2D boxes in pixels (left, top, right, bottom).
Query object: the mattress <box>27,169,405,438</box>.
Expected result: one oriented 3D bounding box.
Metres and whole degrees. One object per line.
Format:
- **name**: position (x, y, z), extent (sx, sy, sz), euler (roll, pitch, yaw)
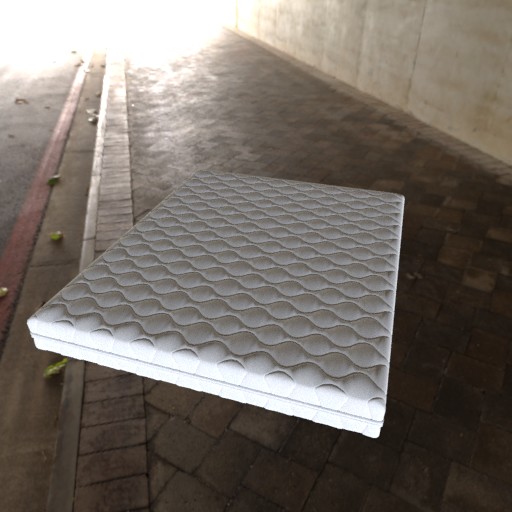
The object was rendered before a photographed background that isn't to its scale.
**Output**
- **mattress**: position (0.000, 0.000, 2.605), extent (1.600, 0.200, 1.900), euler (10, 34, 15)
